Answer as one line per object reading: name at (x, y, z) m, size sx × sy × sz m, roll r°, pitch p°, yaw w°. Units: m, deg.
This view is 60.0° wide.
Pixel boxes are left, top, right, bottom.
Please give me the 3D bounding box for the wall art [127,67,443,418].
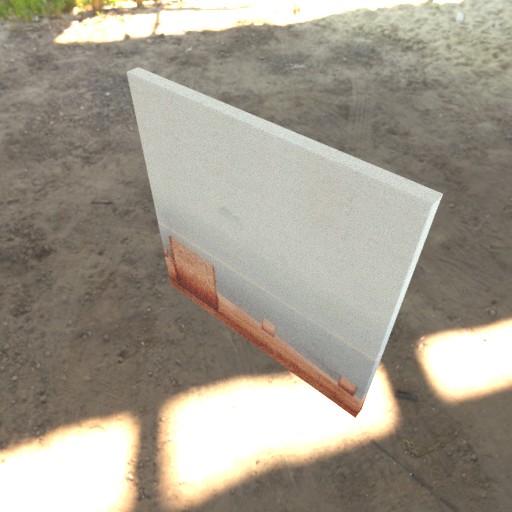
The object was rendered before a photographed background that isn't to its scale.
wall art at (0.000, 0.000, 0.610) m, size 0.405 × 0.405 × 0.023 m, roll 31°, pitch 53°, yaw 27°
